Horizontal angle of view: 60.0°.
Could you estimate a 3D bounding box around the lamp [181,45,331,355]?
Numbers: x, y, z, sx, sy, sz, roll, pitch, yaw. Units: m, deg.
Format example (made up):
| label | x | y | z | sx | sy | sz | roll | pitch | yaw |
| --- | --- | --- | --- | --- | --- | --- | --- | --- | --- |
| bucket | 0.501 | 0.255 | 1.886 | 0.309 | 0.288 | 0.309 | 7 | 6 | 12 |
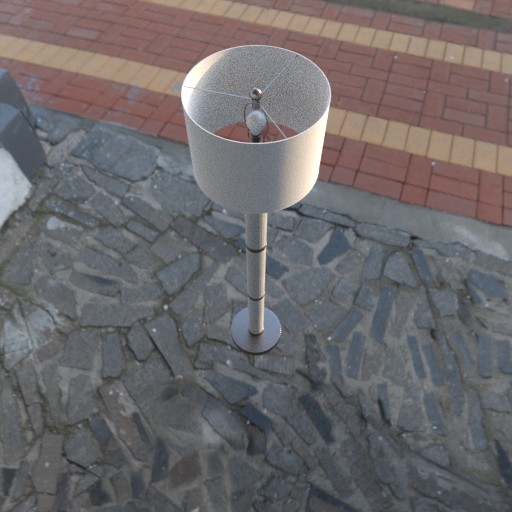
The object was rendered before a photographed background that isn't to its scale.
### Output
| label | x | y | z | sx | sy | sz | roll | pitch | yaw |
| --- | --- | --- | --- | --- | --- | --- | --- | --- | --- |
| lamp | 0.000 | 0.000 | 1.786 | 0.377 | 1.599 | 0.377 | 32 | 64 | 18 |
